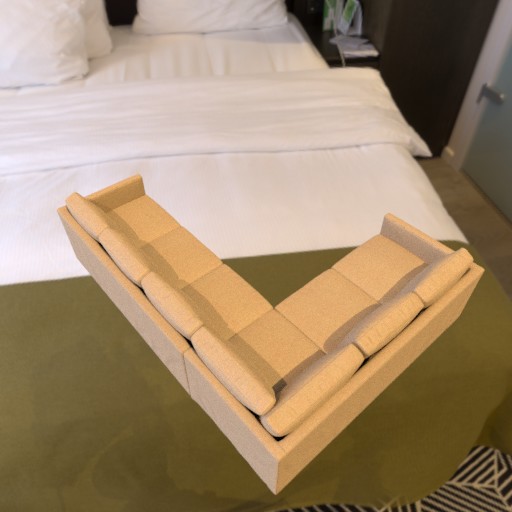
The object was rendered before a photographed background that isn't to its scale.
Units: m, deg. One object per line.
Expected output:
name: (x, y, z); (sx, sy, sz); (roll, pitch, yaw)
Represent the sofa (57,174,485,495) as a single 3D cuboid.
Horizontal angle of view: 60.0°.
sofa: (0.000, 0.000, 4.228); (2.432, 0.871, 3.182); (-32, 54, -27)
